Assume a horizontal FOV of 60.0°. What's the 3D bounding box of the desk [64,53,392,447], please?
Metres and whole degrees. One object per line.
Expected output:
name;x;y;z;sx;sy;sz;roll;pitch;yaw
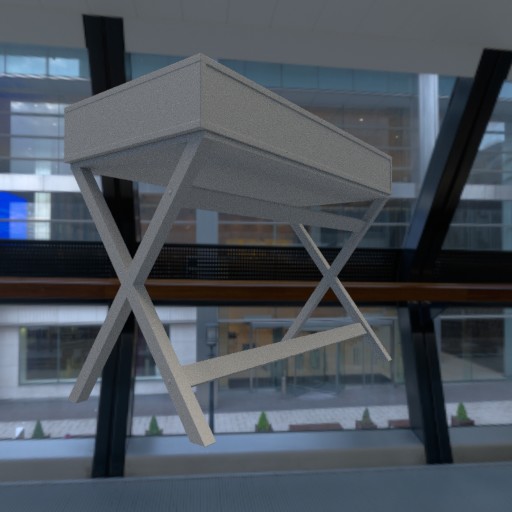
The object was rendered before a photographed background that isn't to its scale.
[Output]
desk;0.000;0.000;1.450;0.525;0.780;1.057;-1;-2;37
